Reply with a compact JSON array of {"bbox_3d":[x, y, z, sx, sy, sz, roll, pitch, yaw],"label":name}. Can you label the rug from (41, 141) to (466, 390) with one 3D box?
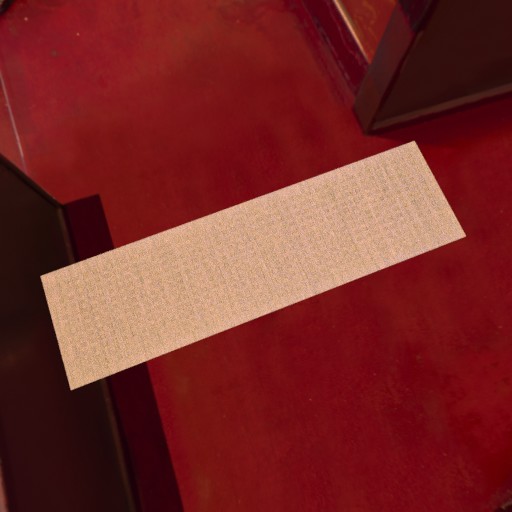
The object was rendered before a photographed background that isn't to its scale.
[{"bbox_3d":[0.000,0.000,2.627,2.437,0.006,0.686,-21,76,-6],"label":"rug"}]
